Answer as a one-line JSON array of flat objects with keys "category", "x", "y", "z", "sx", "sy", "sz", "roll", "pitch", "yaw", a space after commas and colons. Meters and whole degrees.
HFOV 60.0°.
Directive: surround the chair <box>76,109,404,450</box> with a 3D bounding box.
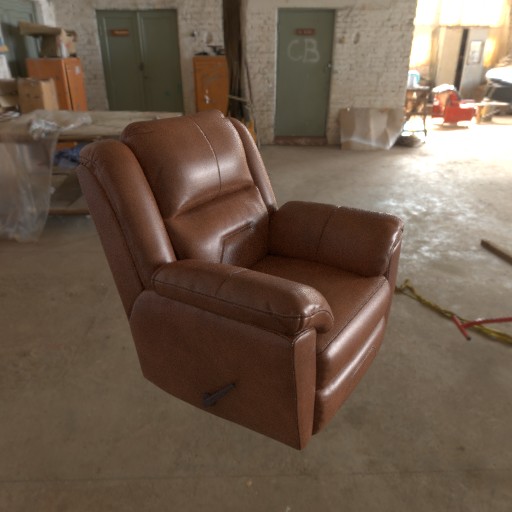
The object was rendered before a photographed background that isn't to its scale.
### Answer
[{"category": "chair", "x": 0.000, "y": 0.000, "z": 1.888, "sx": 1.041, "sy": 1.093, "sz": 0.990, "roll": 17, "pitch": 30, "yaw": 31}]
